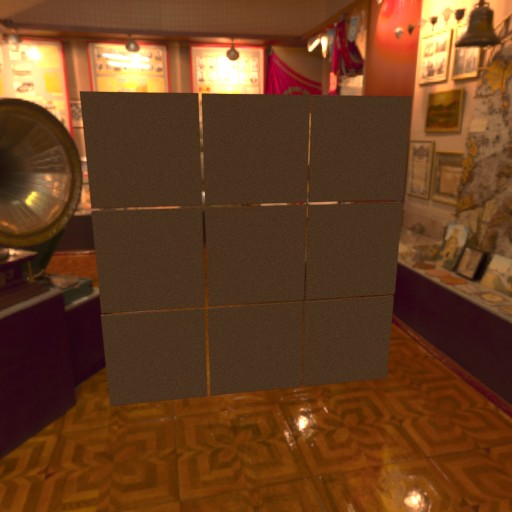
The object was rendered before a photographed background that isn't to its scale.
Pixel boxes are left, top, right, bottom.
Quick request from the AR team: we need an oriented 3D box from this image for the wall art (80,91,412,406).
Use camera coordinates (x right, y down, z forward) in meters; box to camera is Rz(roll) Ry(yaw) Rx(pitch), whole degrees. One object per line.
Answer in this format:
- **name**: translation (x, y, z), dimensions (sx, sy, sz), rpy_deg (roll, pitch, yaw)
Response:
- **wall art**: translation (0.000, 0.000, 1.333), dimensions (0.919, 0.917, 0.010), rpy_deg (-3, 16, -10)
